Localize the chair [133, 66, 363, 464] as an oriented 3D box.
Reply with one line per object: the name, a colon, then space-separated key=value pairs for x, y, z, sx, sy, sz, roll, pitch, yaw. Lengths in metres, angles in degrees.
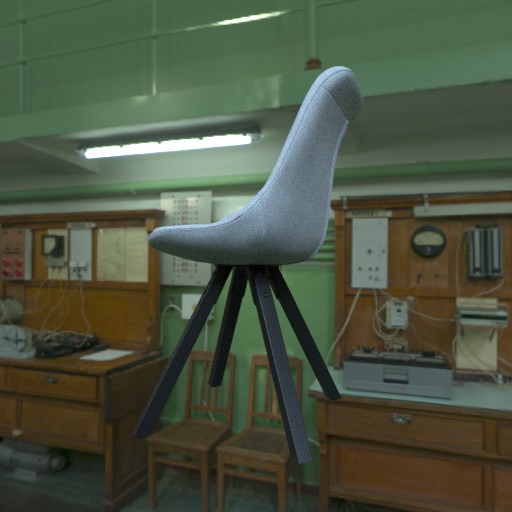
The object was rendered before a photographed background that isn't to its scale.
chair: x=0.000 y=0.000 z=1.181 sx=0.550 sy=0.850 sz=0.485 roll=0 pitch=0 yaw=18
